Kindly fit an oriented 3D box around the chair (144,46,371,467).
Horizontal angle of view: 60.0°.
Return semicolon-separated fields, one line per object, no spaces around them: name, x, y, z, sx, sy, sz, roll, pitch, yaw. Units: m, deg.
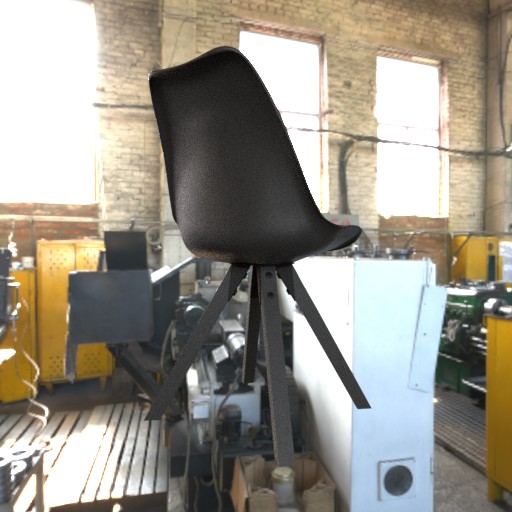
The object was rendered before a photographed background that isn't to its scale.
chair;0.000;0.000;1.169;0.485;0.850;0.550;0;1;36
